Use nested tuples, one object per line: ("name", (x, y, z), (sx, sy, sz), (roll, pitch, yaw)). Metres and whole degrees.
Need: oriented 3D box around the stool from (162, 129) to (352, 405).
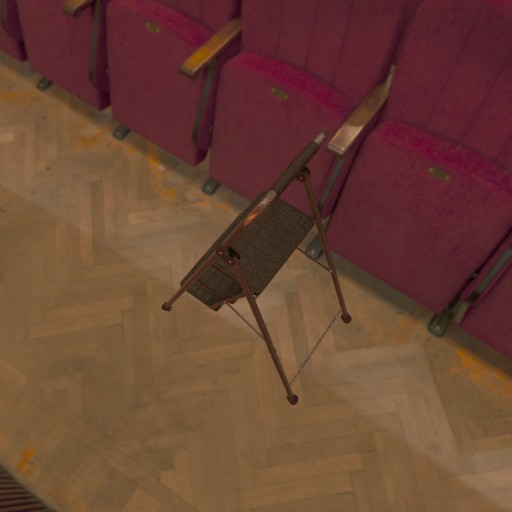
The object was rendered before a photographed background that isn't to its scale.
("stool", (0.000, 0.000, 1.502), (0.733, 1.121, 0.473), (33, 67, 16))
